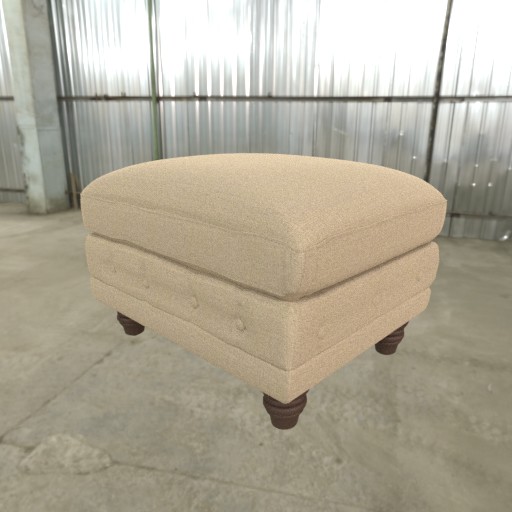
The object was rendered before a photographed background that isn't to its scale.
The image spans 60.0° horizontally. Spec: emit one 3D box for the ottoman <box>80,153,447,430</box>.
[{"bbox_3d":[0.000,0.000,1.053,0.684,0.463,0.541,16,23,42],"label":"ottoman"}]
